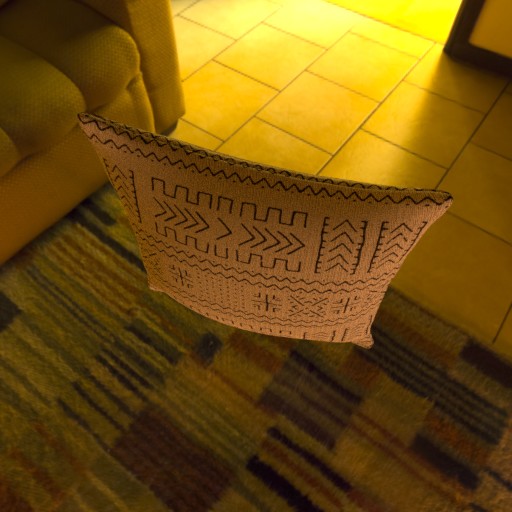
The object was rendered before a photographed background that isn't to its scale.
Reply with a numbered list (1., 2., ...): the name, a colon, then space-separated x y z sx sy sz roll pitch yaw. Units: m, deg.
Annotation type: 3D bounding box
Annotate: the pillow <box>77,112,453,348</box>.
1. pillow: 0.000 0.000 0.662 0.438 0.430 0.164 14 59 9
